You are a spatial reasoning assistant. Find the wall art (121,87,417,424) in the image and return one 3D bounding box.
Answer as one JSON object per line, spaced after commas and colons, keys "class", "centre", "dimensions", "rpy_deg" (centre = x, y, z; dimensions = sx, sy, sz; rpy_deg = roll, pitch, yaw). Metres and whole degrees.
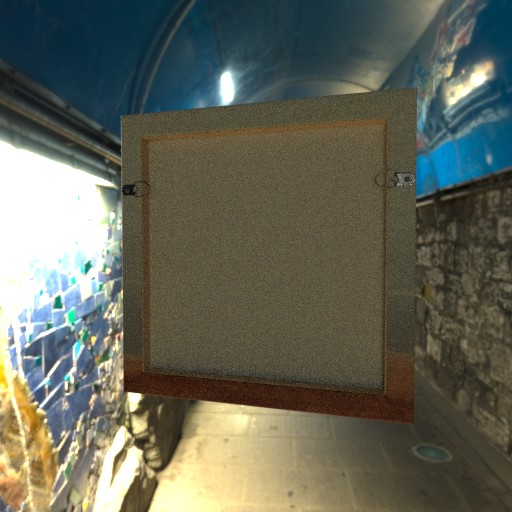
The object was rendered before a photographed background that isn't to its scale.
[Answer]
{"class": "wall art", "centre": [0.000, 0.000, 0.893], "dimensions": [0.605, 0.605, 0.034], "rpy_deg": [0, 2, 17]}
